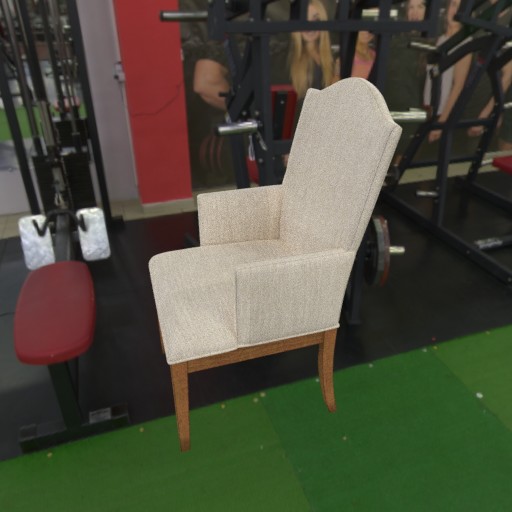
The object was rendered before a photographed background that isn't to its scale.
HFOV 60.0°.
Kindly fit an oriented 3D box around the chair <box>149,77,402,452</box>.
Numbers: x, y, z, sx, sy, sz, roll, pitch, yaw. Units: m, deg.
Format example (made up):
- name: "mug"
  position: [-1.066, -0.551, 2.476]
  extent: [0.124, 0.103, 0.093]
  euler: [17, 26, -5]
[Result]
- name: "chair"
  position: [0.000, 0.000, 1.382]
  extent: [0.641, 1.016, 0.533]
  euler: [-9, 32, -15]
